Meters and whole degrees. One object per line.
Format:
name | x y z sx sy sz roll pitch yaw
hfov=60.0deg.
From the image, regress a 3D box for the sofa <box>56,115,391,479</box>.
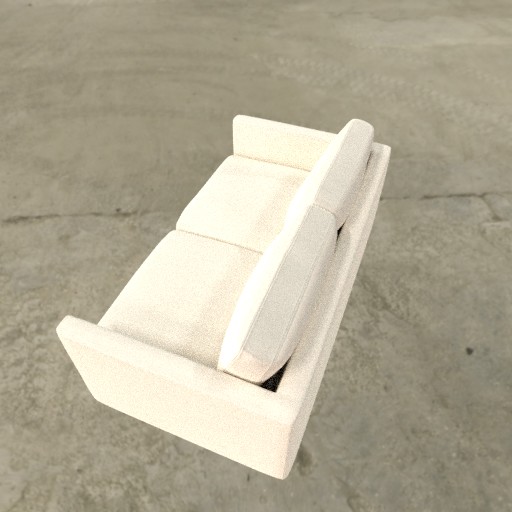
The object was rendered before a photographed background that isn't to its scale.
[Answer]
sofa | 0.000 0.000 2.204 0.964 0.888 1.702 17 49 15
